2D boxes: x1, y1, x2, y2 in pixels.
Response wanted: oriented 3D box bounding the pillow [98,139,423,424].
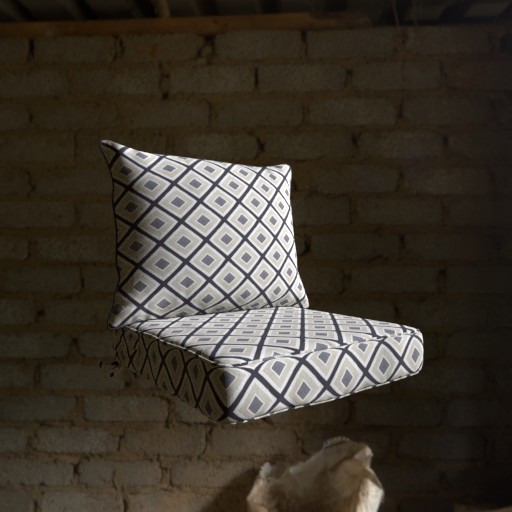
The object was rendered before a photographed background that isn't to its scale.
[{"bbox_3d":[0.000,0.000,1.349,0.798,0.722,0.733,-1,1,-36],"label":"pillow"}]
